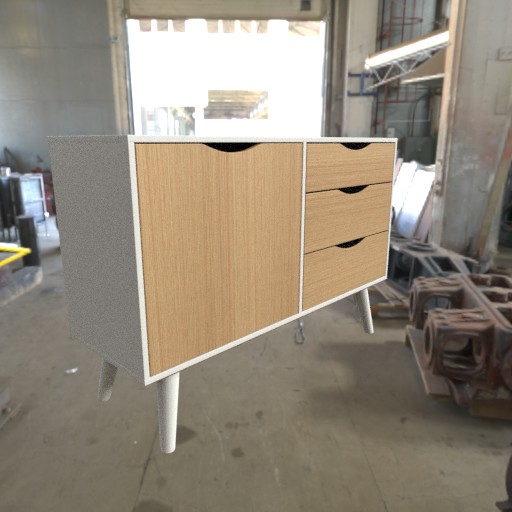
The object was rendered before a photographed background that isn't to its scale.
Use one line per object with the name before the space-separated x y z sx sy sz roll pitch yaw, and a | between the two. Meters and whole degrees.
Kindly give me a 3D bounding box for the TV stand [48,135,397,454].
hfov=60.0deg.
TV stand | 0.000 0.000 1.571 0.406 0.812 1.193 13 20 42
